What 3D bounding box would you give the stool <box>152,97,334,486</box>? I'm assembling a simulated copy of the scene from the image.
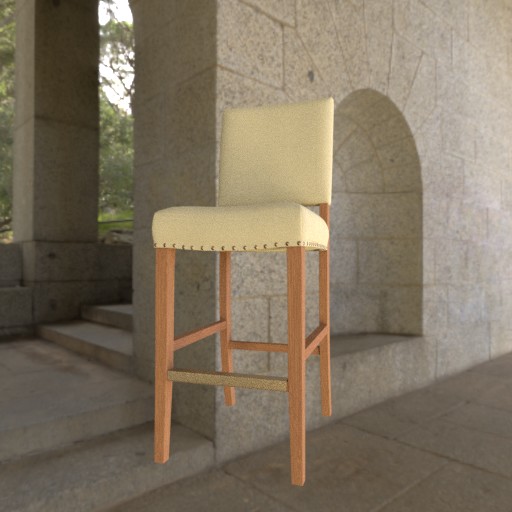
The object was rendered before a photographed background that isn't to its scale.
[{"bbox_3d":[0.000,0.000,1.456,0.445,1.168,0.584,0,0,18],"label":"stool"}]
